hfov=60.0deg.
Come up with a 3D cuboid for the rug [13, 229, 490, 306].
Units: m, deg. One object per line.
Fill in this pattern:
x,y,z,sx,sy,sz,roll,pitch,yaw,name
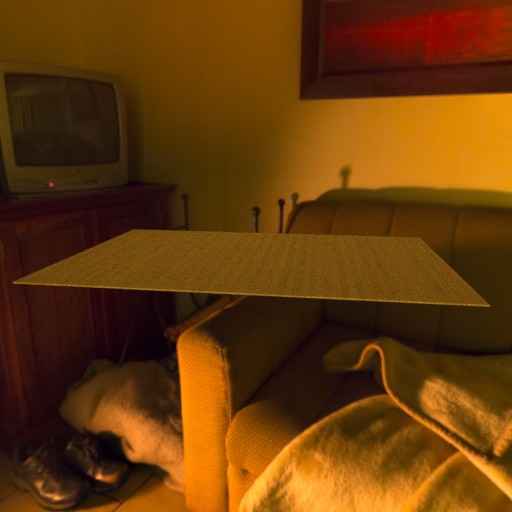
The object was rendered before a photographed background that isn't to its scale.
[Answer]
0.000,0.000,2.156,1.752,0.006,1.142,2,14,8,rug
